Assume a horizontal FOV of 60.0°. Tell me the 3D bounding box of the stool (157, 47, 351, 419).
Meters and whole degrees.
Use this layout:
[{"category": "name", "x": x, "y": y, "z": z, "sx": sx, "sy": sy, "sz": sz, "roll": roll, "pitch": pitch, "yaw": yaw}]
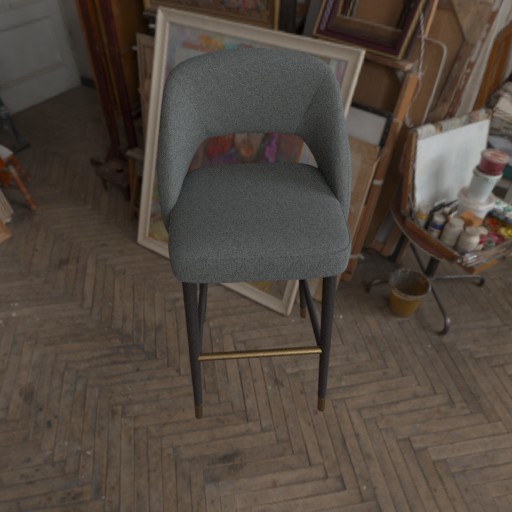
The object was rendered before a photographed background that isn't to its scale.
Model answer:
[{"category": "stool", "x": 0.000, "y": 0.000, "z": 1.396, "sx": 0.536, "sy": 1.089, "sz": 0.524, "roll": -3, "pitch": 44, "yaw": -3}]
